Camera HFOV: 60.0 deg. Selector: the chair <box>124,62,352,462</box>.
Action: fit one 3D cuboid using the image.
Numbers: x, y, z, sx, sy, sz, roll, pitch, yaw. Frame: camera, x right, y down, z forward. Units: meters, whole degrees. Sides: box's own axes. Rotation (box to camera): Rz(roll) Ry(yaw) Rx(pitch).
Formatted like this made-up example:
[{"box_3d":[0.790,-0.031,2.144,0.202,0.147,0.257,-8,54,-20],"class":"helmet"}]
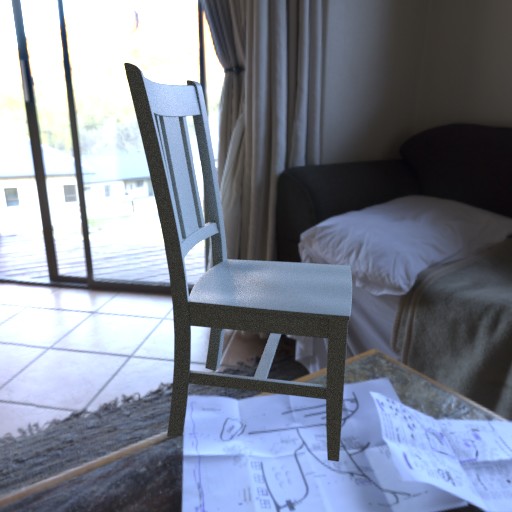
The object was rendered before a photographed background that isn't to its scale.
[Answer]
[{"box_3d":[0.000,0.000,1.287,0.555,0.998,0.450,3,17,11],"class":"chair"}]
